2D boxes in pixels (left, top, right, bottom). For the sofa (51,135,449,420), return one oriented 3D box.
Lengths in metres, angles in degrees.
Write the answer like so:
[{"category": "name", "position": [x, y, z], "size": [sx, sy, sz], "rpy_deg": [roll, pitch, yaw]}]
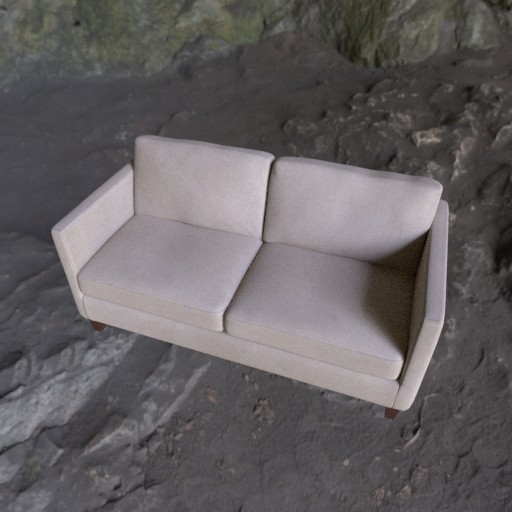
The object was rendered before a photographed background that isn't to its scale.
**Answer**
[{"category": "sofa", "position": [0.000, 0.000, 2.396], "size": [1.846, 0.940, 0.950], "rpy_deg": [13, 41, 15]}]
